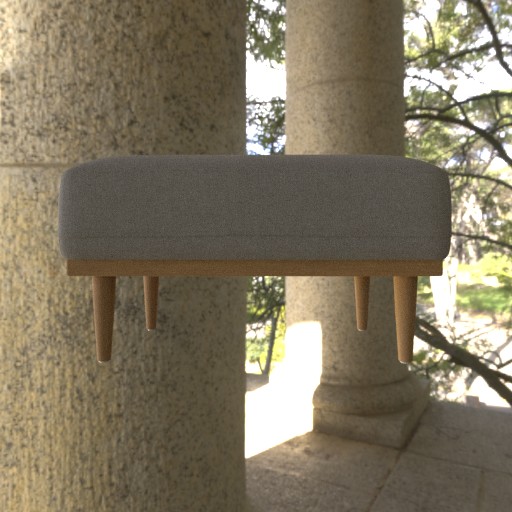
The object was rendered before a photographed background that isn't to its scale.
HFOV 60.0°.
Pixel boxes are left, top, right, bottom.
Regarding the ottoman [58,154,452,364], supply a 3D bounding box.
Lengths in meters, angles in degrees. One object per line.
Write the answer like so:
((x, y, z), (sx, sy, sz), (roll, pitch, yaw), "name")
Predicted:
((0.000, 0.000, 1.081), (0.749, 0.428, 0.549), (0, 0, 1), "ottoman")
